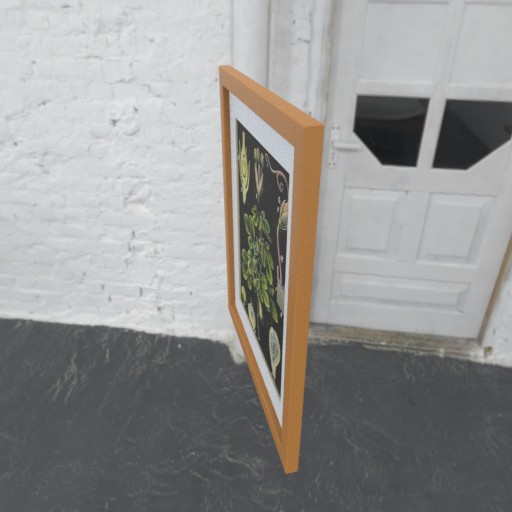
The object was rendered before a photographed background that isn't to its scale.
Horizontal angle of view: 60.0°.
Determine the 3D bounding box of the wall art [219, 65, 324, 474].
[{"bbox_3d":[0.000,0.000,0.762,0.022,0.553,0.452,-8,31,-13],"label":"wall art"}]
